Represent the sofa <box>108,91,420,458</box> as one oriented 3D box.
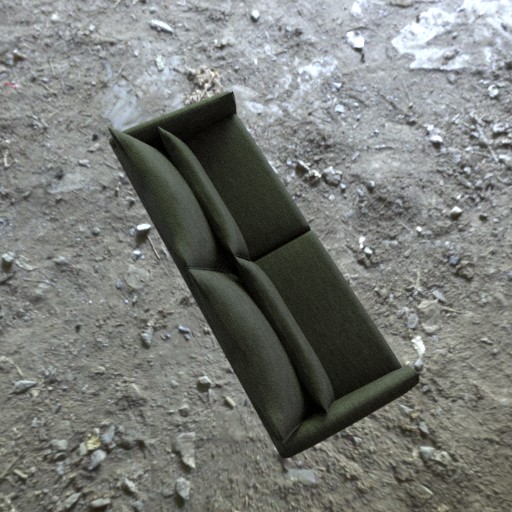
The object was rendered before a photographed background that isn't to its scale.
[{"bbox_3d":[0.000,0.000,2.450,0.807,0.843,2.019,-29,75,-8],"label":"sofa"}]
